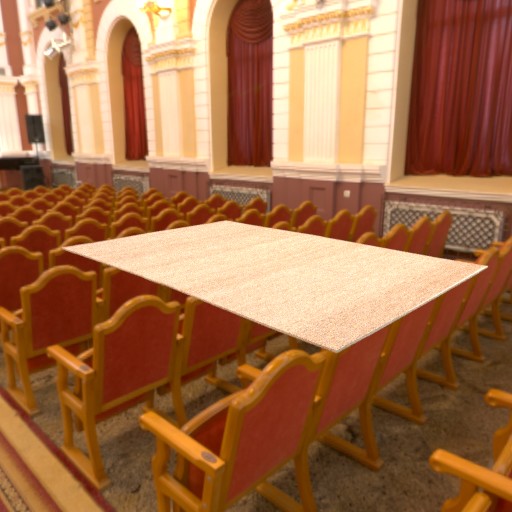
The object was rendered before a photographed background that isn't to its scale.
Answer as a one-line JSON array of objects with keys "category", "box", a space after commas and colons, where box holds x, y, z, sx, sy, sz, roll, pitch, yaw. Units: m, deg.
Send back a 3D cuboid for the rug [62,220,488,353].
[{"category": "rug", "box": [0.000, 0.000, 2.892, 2.346, 0.029, 1.574, 14, 19, 43]}]
